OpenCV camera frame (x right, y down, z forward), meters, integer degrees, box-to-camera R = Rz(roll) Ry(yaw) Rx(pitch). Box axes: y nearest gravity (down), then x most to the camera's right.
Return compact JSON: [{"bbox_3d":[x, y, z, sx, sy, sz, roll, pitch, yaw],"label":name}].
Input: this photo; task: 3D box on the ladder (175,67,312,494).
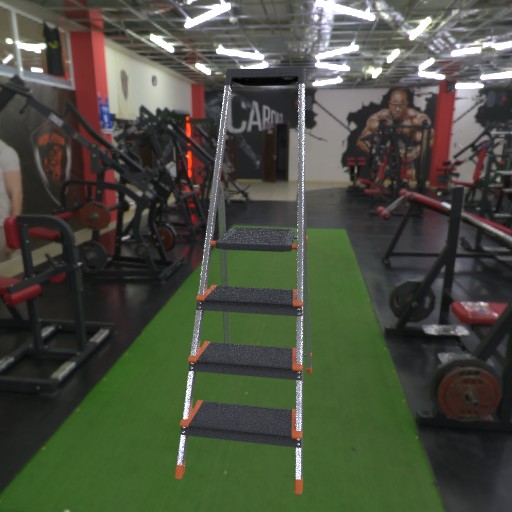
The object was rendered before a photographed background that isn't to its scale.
[{"bbox_3d":[0.000,0.000,1.740,0.452,1.429,0.834,2,16,9],"label":"ladder"}]
